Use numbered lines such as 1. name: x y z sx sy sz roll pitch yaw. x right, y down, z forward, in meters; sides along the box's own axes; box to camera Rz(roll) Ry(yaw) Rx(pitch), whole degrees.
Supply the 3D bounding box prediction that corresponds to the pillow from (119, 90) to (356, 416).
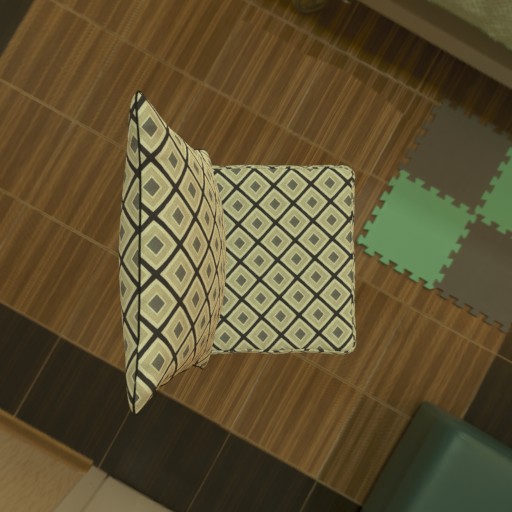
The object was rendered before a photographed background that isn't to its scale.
1. pillow: 0.000 0.000 1.383 0.733 0.722 0.798 0 88 0
